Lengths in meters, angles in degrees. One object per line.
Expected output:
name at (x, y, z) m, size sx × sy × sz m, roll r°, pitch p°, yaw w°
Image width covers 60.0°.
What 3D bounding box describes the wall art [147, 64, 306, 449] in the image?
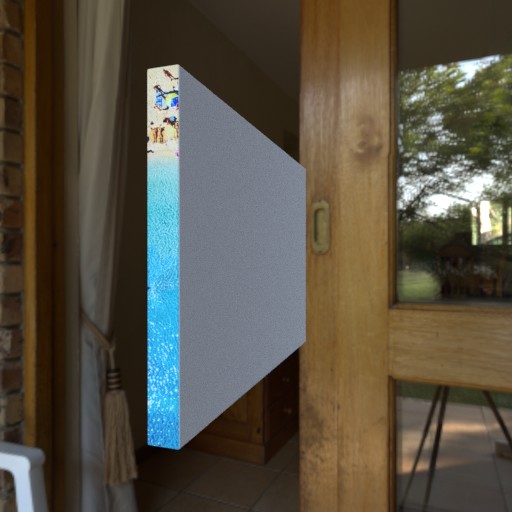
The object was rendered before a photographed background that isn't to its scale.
wall art at (0.000, 0.000, 1.114) m, size 0.057 × 0.595 × 0.894 m, roll 0°, pitch 0°, yaw 19°
